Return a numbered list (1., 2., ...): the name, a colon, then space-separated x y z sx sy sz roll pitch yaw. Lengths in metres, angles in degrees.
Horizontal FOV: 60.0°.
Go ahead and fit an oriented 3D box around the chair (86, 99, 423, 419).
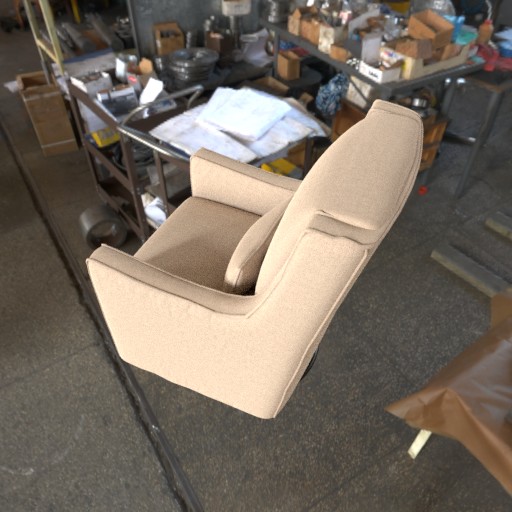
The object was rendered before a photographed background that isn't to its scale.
1. chair: 0.000 0.000 1.552 0.879 0.993 0.732 17 47 17
